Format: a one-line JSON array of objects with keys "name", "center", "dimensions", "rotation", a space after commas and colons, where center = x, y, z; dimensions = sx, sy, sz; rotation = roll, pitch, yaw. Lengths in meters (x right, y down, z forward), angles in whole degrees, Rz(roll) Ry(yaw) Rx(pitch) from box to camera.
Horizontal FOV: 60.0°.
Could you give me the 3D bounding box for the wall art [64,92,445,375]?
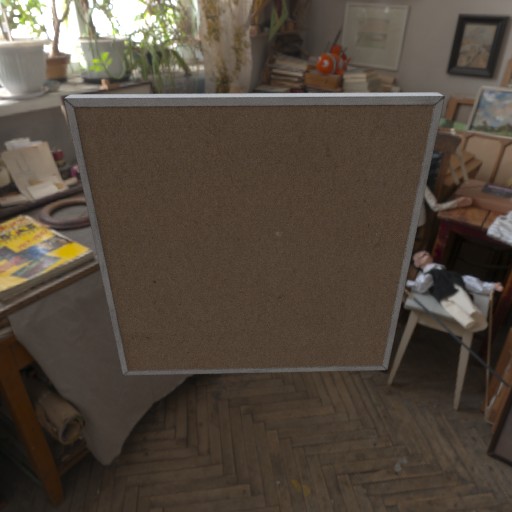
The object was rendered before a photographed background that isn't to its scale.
[{"name": "wall art", "center": [0.000, 0.000, 1.097], "dimensions": [0.762, 0.762, 0.038], "rotation": [-1, 31, -1]}]
